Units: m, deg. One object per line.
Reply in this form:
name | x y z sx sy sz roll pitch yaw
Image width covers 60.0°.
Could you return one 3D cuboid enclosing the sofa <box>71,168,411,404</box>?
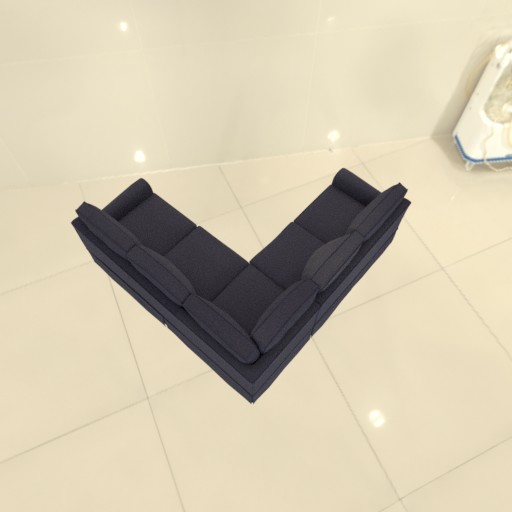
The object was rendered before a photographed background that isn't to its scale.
sofa | 0.000 0.000 5.020 3.773 1.169 2.874 -15 61 -9
